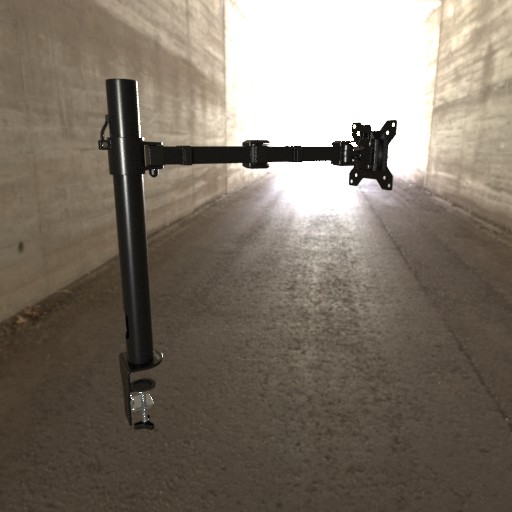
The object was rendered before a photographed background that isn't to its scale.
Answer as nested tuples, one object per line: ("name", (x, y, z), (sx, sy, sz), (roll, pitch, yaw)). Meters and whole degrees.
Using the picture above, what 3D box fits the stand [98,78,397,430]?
("stand", (0.000, 0.000, 0.718), (0.456, 0.510, 0.115), (-7, 16, -26))
